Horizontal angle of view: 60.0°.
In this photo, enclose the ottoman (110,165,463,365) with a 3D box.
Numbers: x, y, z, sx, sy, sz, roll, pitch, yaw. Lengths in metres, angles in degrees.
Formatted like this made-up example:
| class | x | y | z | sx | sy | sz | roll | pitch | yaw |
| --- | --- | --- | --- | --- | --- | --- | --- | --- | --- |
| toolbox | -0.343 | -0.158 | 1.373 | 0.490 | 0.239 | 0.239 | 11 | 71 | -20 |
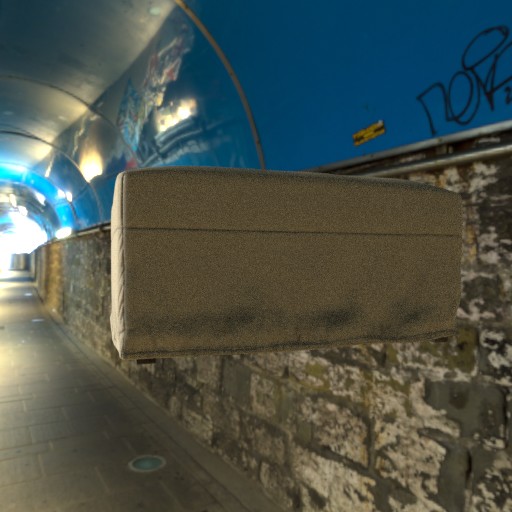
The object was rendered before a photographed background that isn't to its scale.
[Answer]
| class | x | y | z | sx | sy | sz | roll | pitch | yaw |
| --- | --- | --- | --- | --- | --- | --- | --- | --- | --- |
| ottoman | 0.000 | 0.000 | 1.352 | 0.840 | 0.436 | 0.843 | 0 | -1 | -19 |
